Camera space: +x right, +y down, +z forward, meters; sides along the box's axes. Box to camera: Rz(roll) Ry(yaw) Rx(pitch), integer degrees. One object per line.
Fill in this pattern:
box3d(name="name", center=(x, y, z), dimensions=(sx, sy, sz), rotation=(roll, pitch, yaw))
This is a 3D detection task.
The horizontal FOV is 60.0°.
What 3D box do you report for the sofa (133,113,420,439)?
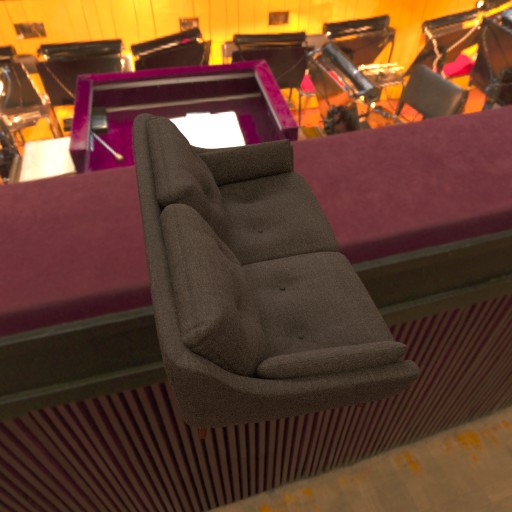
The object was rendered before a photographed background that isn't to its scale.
box3d(name="sofa", center=(0.000, 0.000, 2.183), dimensions=(0.976, 0.887, 1.646), rotation=(-11, 47, -10))
